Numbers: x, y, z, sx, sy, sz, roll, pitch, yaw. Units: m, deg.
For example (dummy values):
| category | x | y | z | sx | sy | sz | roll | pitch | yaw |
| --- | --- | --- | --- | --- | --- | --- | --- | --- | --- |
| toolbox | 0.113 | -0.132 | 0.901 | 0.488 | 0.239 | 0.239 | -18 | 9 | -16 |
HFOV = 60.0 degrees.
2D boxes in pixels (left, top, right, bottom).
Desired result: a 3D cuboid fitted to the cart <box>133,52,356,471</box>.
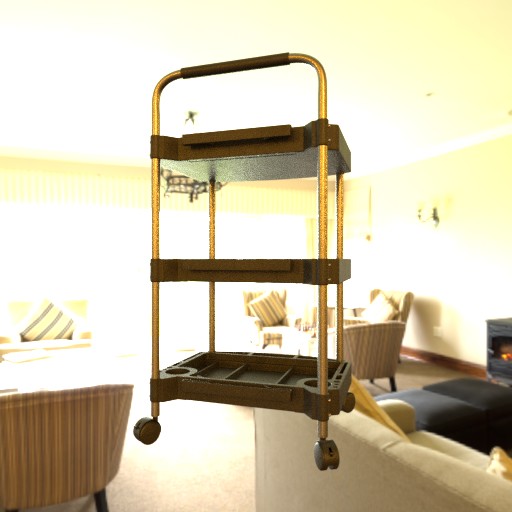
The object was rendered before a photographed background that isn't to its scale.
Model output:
| category | x | y | z | sx | sy | sz | roll | pitch | yaw |
| --- | --- | --- | --- | --- | --- | --- | --- | --- | --- |
| cart | 0.000 | 0.000 | 1.407 | 0.584 | 1.075 | 0.518 | 0 | 0 | 18 |
